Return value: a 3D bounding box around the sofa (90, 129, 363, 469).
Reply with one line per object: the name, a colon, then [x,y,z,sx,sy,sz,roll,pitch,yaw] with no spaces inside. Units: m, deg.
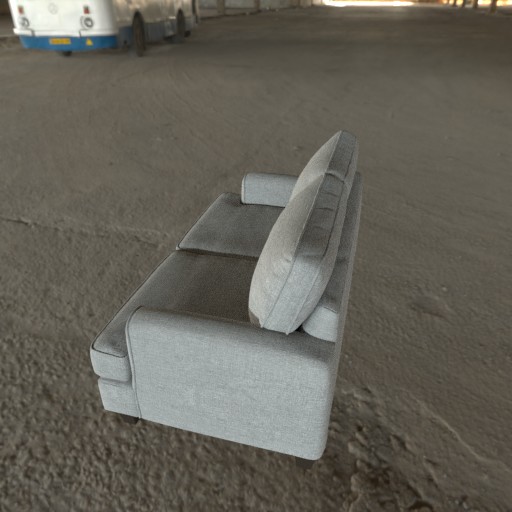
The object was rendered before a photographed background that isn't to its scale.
sofa: [0.000,0.000,2.256,0.965,0.965,1.651,8,32,13]
